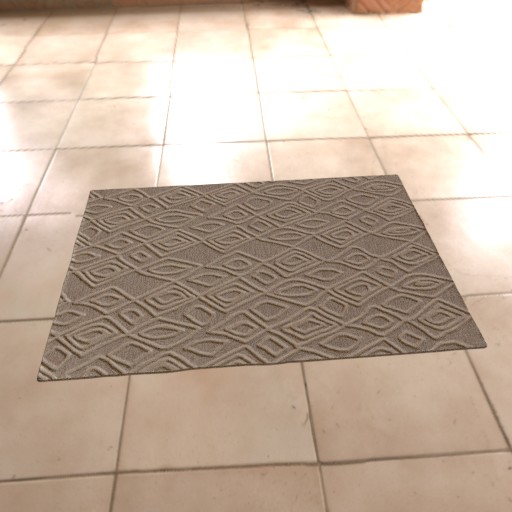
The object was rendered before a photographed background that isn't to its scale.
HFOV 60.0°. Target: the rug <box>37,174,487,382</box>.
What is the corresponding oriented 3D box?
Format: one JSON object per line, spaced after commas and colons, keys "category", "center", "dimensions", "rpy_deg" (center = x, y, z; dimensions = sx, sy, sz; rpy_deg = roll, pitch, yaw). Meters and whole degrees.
{"category": "rug", "center": [0.000, 0.000, 2.207], "dimensions": [1.832, 0.016, 1.224], "rpy_deg": [-4, 46, -3]}
